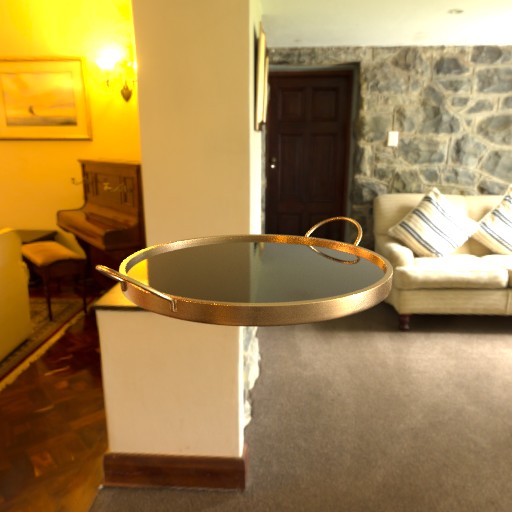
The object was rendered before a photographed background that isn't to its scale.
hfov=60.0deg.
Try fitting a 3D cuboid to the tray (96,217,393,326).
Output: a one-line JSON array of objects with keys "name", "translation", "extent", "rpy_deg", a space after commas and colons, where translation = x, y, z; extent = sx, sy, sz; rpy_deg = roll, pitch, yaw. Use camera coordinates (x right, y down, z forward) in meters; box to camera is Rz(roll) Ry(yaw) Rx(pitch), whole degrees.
[{"name": "tray", "translation": [0.000, 0.000, 0.739], "extent": [0.438, 0.069, 0.543], "rpy_deg": [13, 19, 42]}]
